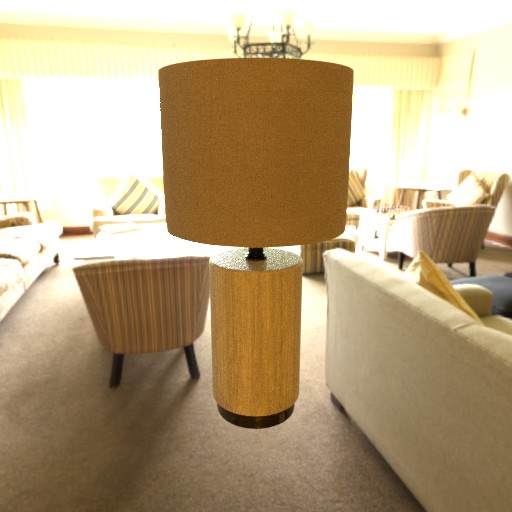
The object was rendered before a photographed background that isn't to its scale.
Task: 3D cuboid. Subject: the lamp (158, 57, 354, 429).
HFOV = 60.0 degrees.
[{"bbox_3d":[0.000,0.000,0.580,0.228,0.444,0.228,8,17,27],"label":"lamp"}]
